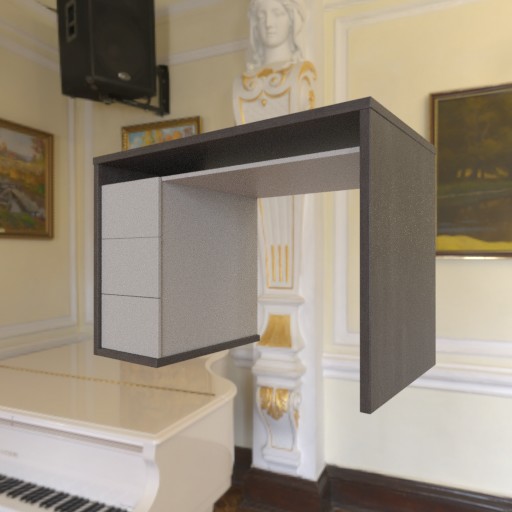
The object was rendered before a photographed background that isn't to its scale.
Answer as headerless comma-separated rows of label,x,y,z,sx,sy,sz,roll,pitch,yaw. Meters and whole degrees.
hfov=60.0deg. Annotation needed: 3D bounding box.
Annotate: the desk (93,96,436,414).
desk,0.000,0.000,1.606,1.100,0.750,0.600,0,0,36
